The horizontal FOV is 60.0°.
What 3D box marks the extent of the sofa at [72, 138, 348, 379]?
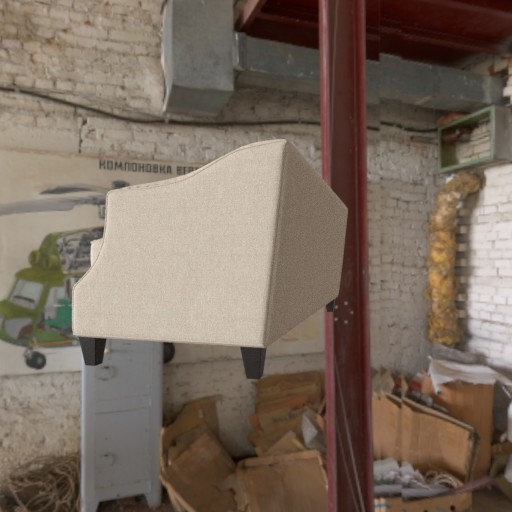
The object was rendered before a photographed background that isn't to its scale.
[{"bbox_3d":[0.000,0.000,2.726,0.914,0.901,2.235,0,0,17],"label":"sofa"}]
